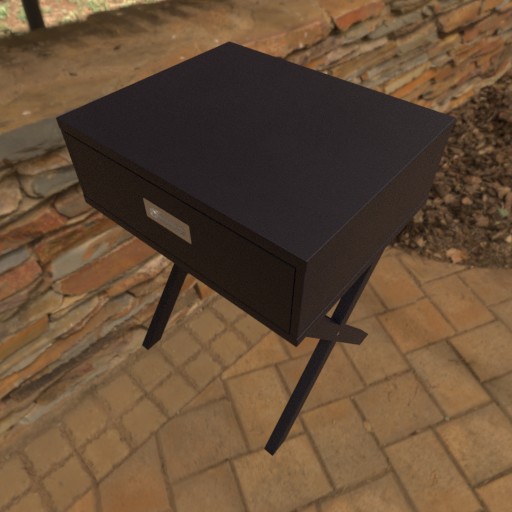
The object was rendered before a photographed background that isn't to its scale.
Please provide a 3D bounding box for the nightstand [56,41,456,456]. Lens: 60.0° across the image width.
[{"bbox_3d":[0.000,0.000,0.914,0.479,0.623,0.402,31,54,26],"label":"nightstand"}]
